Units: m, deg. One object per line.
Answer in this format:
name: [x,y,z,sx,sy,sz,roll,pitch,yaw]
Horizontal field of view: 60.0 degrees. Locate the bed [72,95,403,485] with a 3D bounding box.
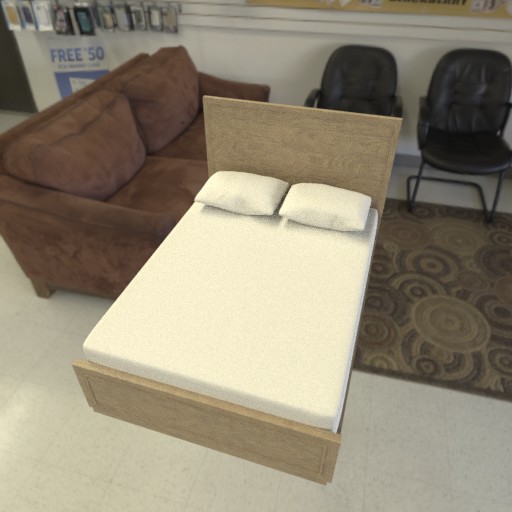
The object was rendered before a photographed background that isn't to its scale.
bed: [0.000,0.000,3.135,1.606,1.369,2.189,11,40,14]
